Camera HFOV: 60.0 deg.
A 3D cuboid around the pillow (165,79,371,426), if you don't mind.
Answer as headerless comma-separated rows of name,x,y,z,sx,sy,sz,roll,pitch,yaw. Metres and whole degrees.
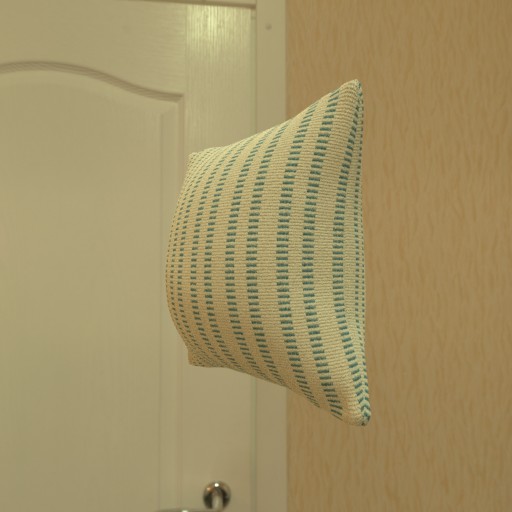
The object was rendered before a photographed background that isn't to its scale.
pillow,0.000,0.000,0.703,0.247,0.419,0.438,1,-2,-36
